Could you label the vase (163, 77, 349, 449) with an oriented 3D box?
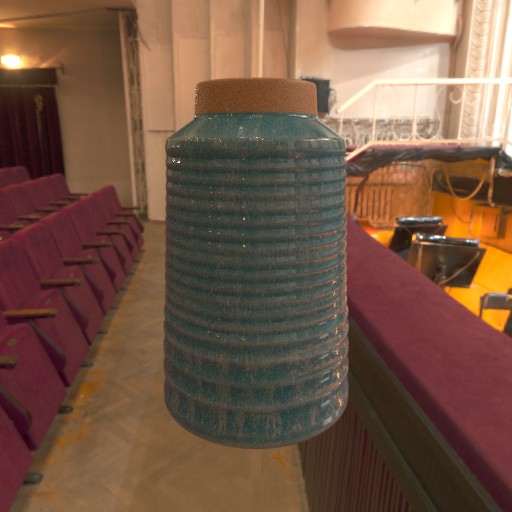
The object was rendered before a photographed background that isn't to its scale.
[{"bbox_3d":[0.000,0.000,0.369,0.163,0.267,0.163,0,15,0],"label":"vase"}]
